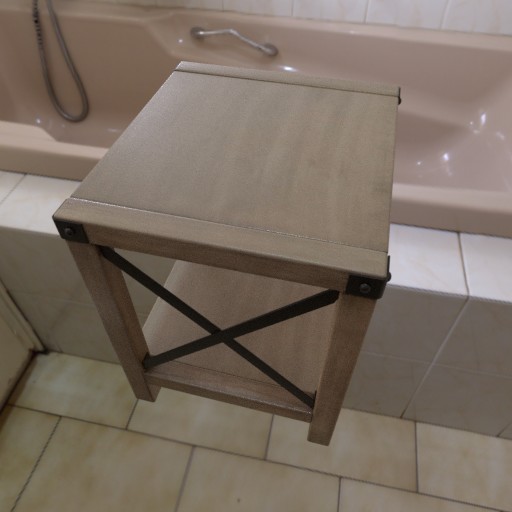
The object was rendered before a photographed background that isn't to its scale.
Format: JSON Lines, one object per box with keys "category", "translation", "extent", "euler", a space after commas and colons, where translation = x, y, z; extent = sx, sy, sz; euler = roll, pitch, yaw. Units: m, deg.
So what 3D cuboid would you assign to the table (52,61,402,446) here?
{"category": "table", "translation": [0.000, 0.000, 0.925], "extent": [0.459, 0.561, 0.510], "euler": [10, 48, 10]}
